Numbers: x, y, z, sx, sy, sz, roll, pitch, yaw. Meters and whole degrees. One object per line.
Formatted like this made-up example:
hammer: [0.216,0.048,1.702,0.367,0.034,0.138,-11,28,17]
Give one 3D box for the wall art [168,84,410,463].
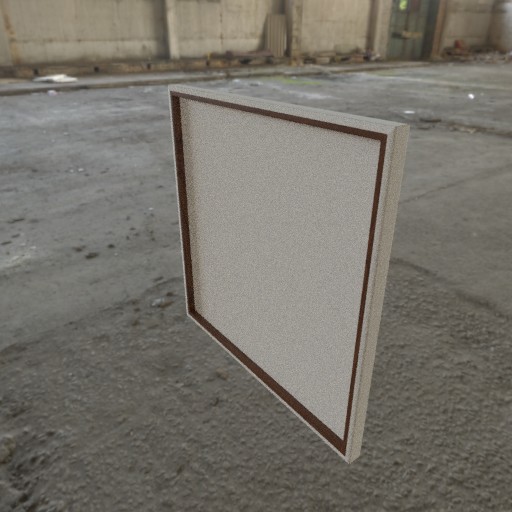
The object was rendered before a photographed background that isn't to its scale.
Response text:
wall art: [0.000,0.000,1.126,0.037,0.757,0.757,-19,32,-33]
